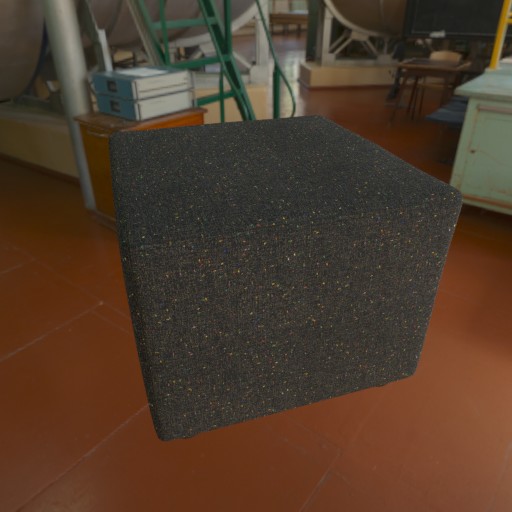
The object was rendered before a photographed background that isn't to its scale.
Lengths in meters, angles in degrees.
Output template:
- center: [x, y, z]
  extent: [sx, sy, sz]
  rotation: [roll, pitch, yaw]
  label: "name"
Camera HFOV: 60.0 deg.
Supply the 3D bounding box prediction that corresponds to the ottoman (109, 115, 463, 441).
- center: [0.000, 0.000, 0.889]
  extent: [0.508, 0.432, 0.508]
  rotation: [-10, 33, -15]
  label: "ottoman"
